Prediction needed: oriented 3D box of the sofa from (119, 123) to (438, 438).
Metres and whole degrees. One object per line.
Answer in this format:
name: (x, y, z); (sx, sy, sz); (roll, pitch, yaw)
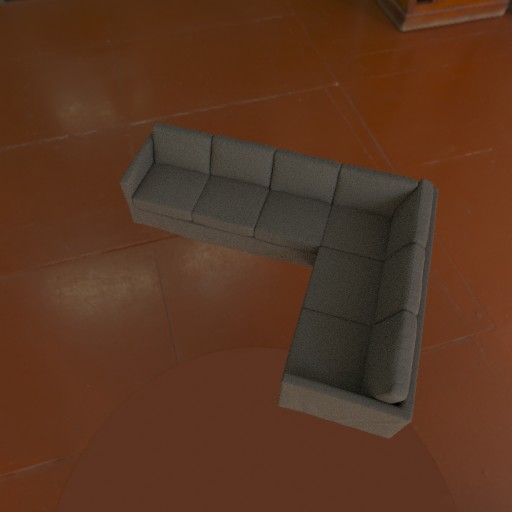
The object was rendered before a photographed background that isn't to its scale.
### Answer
sofa: (0.000, 0.000, 4.371); (3.182, 0.871, 2.432); (15, 58, 9)
